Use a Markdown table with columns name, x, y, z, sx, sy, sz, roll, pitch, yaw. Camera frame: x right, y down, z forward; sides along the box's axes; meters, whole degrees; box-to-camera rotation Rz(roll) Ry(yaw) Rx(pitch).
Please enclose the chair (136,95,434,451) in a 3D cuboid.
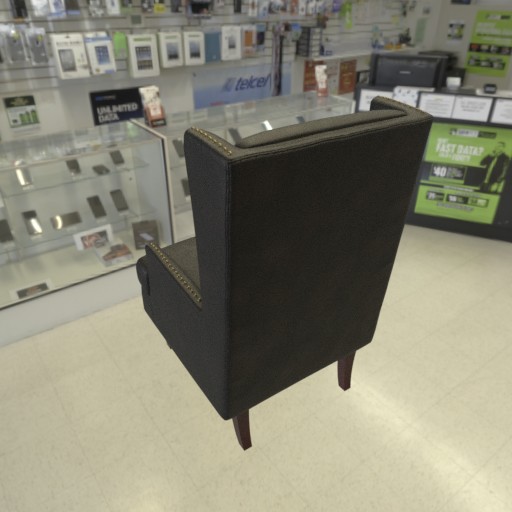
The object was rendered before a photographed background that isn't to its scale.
| name | x | y | z | sx | sy | sz | roll | pitch | yaw |
| --- | --- | --- | --- | --- | --- | --- | --- | --- | --- |
| chair | 0.000 | 0.000 | 1.644 | 0.703 | 1.142 | 0.799 | -19 | 36 | -28 |
